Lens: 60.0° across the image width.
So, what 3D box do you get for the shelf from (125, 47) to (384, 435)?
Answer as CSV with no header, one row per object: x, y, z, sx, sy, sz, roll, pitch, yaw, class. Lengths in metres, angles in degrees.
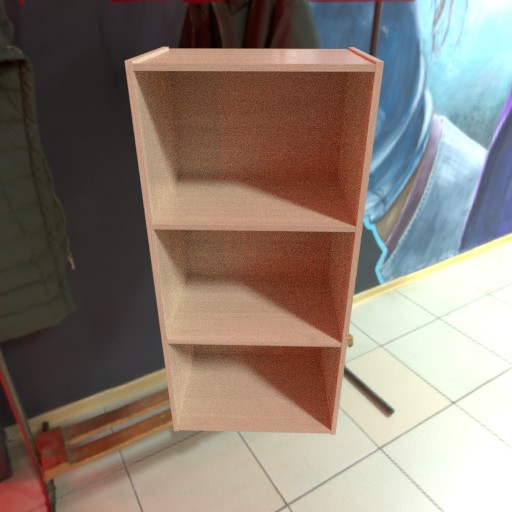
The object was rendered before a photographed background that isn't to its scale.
0.000,0.000,1.049,0.417,0.876,0.292,1,29,1,shelf
